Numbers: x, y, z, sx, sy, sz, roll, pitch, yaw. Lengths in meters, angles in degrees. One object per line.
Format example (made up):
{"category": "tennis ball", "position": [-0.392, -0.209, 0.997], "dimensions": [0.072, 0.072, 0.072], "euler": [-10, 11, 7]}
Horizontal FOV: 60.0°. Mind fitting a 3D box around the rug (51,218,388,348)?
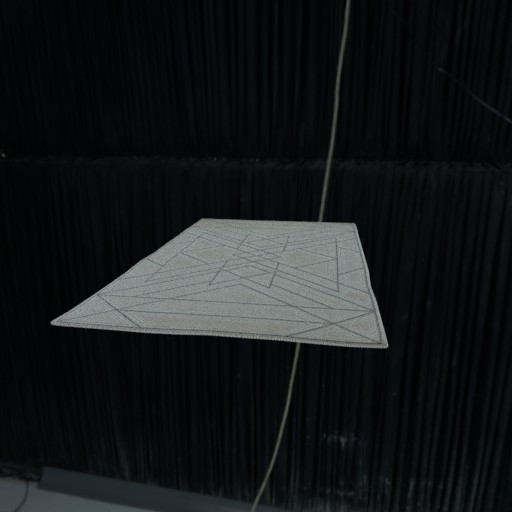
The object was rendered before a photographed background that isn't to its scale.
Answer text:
{"category": "rug", "position": [0.000, 0.000, 1.062], "dimensions": [0.511, 0.008, 0.869], "euler": [3, 16, 9]}
